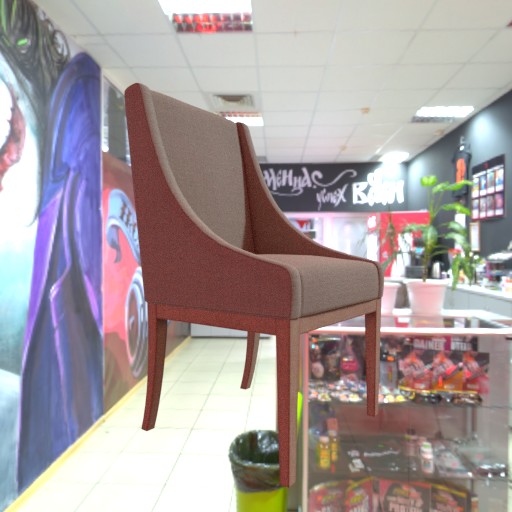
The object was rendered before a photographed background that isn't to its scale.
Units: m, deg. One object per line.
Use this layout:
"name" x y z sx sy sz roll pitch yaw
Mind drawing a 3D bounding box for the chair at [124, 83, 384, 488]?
"chair" 0.000 0.000 1.368 0.611 1.021 0.575 1 1 36
